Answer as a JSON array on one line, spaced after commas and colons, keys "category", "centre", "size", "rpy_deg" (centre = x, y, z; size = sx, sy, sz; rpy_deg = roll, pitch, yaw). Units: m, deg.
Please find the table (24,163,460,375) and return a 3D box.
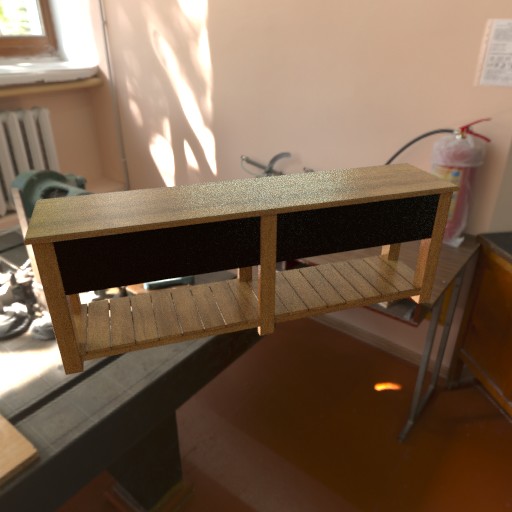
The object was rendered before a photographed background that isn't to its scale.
[{"category": "table", "centre": [0.000, 0.000, 2.096], "size": [1.815, 0.635, 0.425], "rpy_deg": [-9, 29, -16]}]
